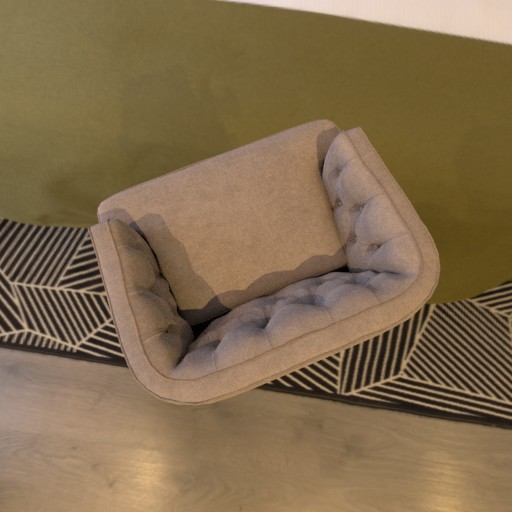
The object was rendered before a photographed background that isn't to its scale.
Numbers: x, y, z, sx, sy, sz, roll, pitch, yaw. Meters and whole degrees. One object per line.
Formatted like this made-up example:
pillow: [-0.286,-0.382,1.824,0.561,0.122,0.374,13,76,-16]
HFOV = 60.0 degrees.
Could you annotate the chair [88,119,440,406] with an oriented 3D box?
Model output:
chair: [0.000,0.000,1.815,1.104,0.852,0.941,-22,76,-6]
